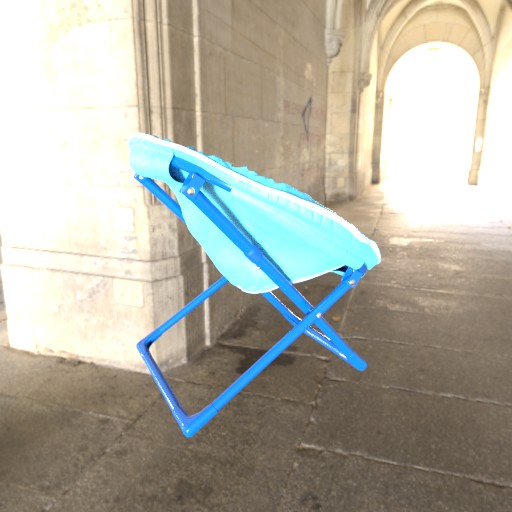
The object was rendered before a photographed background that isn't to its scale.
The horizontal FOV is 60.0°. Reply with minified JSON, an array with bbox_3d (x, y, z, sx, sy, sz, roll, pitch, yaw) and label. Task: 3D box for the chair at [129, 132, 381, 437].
[{"bbox_3d":[0.000,0.000,0.899,0.465,0.478,0.520,-7,16,-26],"label":"chair"}]
